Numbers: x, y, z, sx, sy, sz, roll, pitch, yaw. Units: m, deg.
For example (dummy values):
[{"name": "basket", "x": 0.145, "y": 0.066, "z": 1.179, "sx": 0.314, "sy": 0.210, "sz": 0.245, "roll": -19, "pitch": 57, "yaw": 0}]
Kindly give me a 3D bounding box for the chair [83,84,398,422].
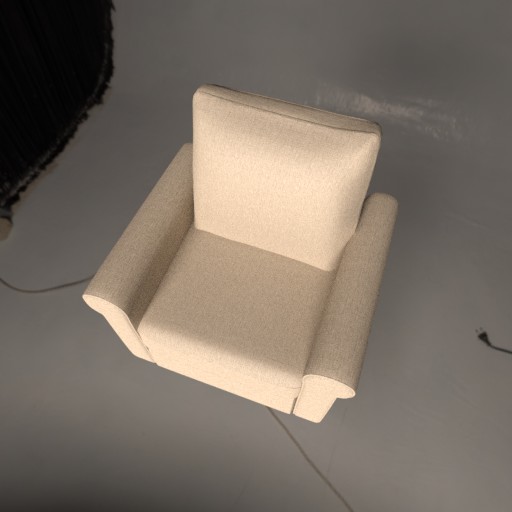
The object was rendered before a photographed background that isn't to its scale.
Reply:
[{"name": "chair", "x": 0.000, "y": 0.000, "z": 2.313, "sx": 1.275, "sy": 1.349, "sz": 1.180, "roll": 17, "pitch": 59, "yaw": 11}]
